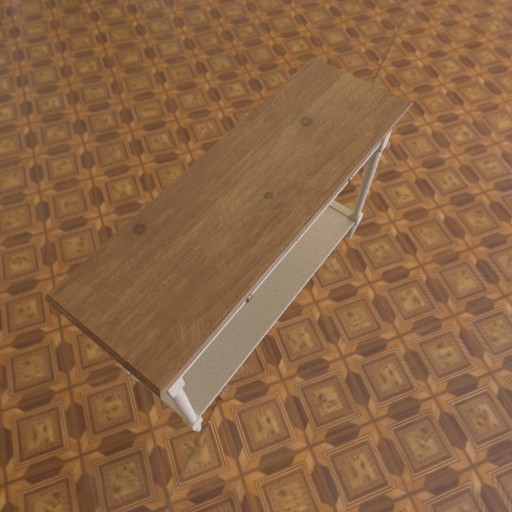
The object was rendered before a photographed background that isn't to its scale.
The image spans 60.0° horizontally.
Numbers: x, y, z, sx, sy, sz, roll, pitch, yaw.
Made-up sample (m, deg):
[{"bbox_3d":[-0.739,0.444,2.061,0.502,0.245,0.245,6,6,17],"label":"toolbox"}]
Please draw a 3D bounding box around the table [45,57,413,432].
[{"bbox_3d":[0.000,0.000,1.630,0.399,0.800,1.219,33,64,18],"label":"table"}]
